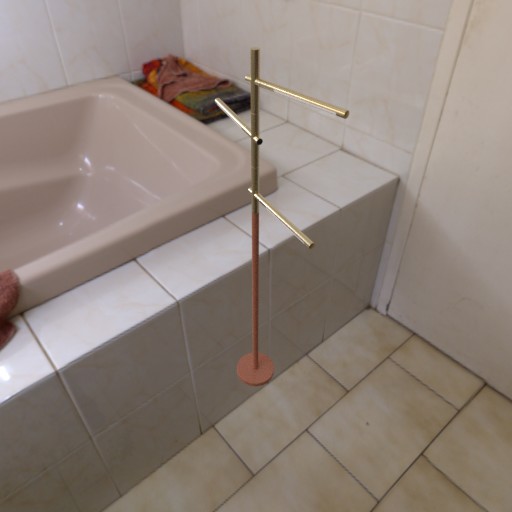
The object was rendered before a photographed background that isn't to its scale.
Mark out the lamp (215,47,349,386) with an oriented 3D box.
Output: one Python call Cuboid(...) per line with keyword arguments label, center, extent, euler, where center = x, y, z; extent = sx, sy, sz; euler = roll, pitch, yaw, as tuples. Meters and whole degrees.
Cuboid(label="lamp", center=(0.000, 0.000, 1.936), extent=(0.209, 1.704, 0.737), euler=(-27, 48, -28))
